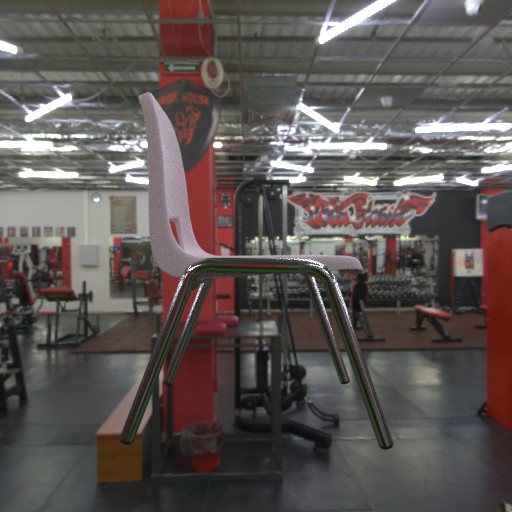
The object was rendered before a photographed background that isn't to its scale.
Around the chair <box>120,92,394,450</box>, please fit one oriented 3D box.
[{"bbox_3d":[0.000,0.000,0.843,0.423,0.586,0.354,0,0,1],"label":"chair"}]
